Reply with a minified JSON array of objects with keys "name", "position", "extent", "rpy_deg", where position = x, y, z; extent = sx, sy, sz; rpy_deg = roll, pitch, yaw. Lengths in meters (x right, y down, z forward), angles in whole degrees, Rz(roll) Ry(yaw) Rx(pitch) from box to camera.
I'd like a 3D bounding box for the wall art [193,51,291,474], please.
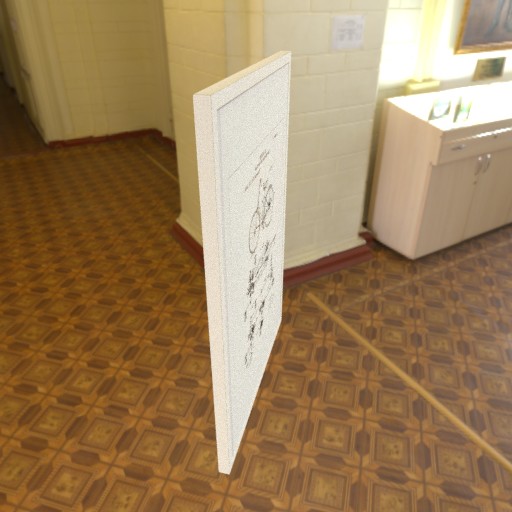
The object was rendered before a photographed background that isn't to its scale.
[{"name":"wall art","position":[0.000,0.000,0.603],"extent":[0.015,0.477,0.332],"rpy_deg":[8,31,13]}]
